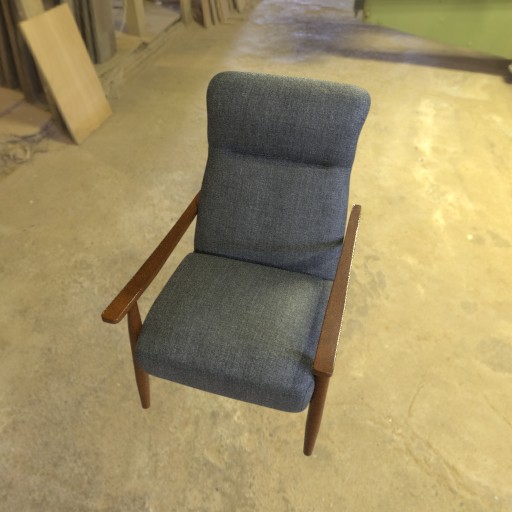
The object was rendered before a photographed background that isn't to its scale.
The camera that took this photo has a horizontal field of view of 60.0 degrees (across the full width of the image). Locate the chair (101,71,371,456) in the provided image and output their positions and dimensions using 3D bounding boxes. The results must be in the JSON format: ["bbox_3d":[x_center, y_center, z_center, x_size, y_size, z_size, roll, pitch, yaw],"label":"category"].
[{"bbox_3d":[0.000,0.000,1.779,0.762,1.082,1.030,11,44,12],"label":"chair"}]
